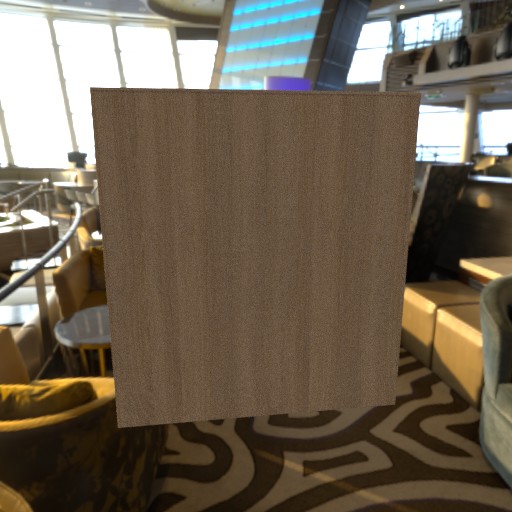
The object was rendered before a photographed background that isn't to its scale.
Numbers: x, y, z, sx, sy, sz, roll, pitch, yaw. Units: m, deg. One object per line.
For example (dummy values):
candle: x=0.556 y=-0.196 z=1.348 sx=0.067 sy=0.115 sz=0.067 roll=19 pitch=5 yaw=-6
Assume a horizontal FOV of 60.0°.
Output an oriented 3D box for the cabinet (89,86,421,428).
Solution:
cabinet: x=0.000 y=0.000 z=3.016 sx=1.870 sy=2.060 sz=0.620 roll=-2 pitch=14 yaw=-8
